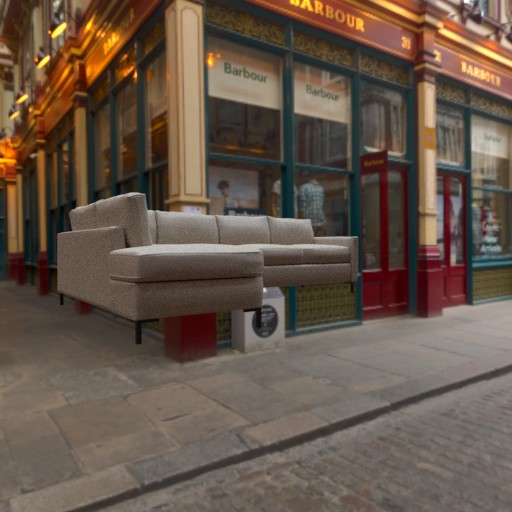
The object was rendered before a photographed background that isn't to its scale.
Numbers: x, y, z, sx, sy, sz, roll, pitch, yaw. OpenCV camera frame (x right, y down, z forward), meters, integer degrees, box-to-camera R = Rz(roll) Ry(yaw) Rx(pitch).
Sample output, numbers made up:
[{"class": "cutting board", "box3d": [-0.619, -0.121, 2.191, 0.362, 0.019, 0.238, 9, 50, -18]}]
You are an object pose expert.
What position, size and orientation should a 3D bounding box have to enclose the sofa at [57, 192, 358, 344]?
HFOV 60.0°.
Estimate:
[{"class": "sofa", "box3d": [0.000, 0.000, 3.209, 2.423, 0.703, 1.617, -1, 2, -36]}]
